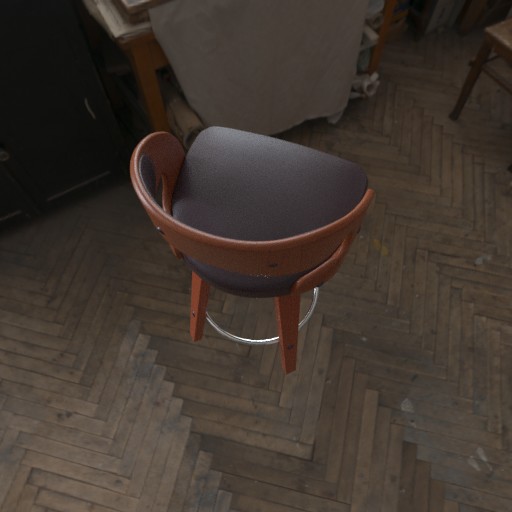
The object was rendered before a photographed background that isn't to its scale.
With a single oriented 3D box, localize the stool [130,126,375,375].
[{"bbox_3d":[0.000,0.000,1.150,0.457,0.940,0.457,17,64,9],"label":"stool"}]
